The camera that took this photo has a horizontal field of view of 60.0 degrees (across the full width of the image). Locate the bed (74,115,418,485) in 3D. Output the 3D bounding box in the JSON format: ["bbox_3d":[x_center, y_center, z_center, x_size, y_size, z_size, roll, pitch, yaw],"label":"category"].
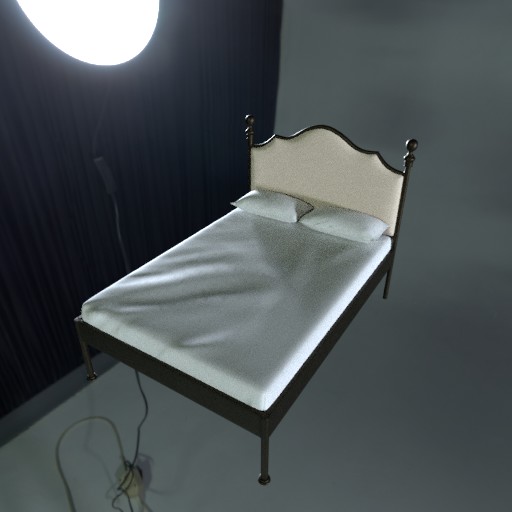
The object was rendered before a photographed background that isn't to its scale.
[{"bbox_3d":[0.000,0.000,3.240,1.533,1.462,2.170,18,35,28],"label":"bed"}]
